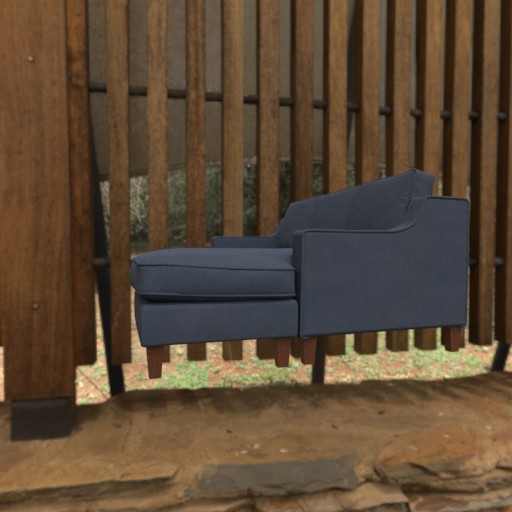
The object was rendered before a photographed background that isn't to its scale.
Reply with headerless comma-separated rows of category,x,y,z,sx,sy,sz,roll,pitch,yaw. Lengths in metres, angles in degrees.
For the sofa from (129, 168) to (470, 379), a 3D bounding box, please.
sofa,0.000,0.000,3.331,1.858,1.066,2.317,0,2,-17
